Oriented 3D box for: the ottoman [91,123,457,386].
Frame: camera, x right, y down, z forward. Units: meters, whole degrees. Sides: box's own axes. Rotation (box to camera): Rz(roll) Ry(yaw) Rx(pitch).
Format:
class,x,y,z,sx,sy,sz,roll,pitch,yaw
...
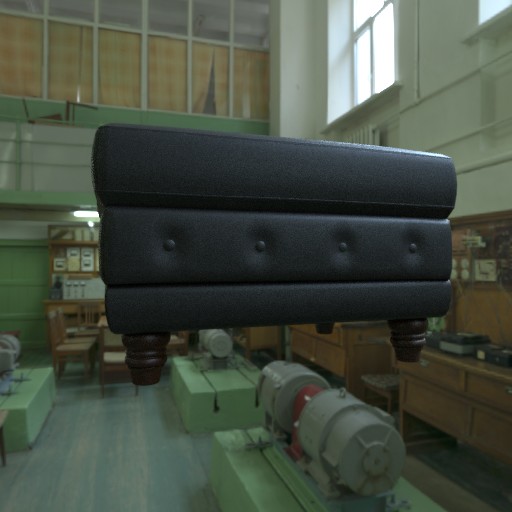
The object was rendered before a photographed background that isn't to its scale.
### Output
class,x,y,z,sx,sy,sz,roll,pitch,yaw
ottoman,0.000,0.000,1.157,0.795,0.498,0.590,0,-1,-19
